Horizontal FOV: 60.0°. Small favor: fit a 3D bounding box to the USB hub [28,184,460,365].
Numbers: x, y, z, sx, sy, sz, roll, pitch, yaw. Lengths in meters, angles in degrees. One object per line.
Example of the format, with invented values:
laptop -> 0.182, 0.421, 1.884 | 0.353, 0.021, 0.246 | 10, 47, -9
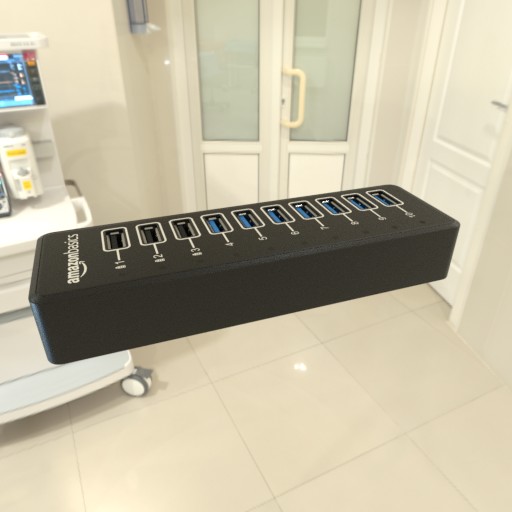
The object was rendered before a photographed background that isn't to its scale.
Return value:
USB hub -> 0.000, 0.000, 0.162 | 0.145, 0.023, 0.044 | -10, 32, -17
